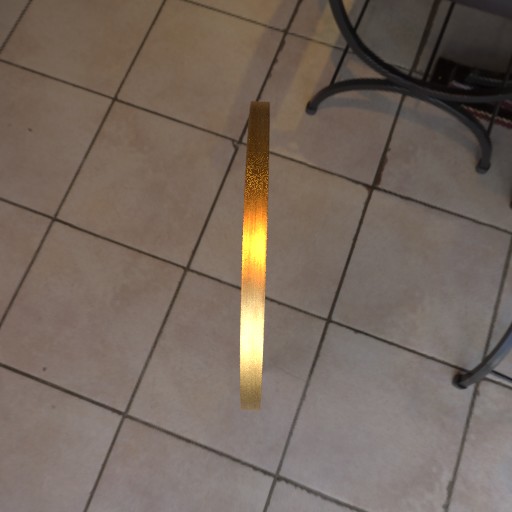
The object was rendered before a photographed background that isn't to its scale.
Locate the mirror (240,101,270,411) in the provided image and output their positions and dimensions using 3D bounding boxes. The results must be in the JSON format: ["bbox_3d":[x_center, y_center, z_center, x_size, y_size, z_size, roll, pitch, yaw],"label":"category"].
[{"bbox_3d":[0.000,0.000,0.858,0.032,0.565,0.565,2,75,0],"label":"mirror"}]
